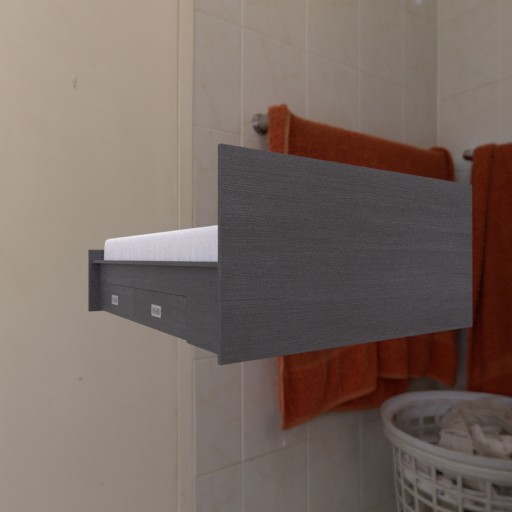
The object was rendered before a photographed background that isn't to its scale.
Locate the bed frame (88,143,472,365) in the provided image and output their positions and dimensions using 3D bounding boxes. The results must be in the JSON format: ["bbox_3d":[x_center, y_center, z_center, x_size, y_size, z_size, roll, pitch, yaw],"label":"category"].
[{"bbox_3d":[0.000,0.000,2.862,1.622,0.800,1.960,0,0,-34],"label":"bed frame"}]
